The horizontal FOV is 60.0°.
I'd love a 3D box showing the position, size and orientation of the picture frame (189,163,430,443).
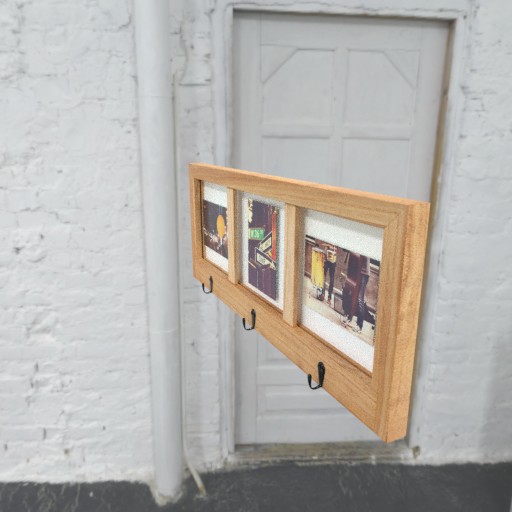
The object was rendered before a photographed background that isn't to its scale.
[{"bbox_3d":[0.000,0.000,0.653,0.045,0.234,0.582,-8,17,-25],"label":"picture frame"}]
